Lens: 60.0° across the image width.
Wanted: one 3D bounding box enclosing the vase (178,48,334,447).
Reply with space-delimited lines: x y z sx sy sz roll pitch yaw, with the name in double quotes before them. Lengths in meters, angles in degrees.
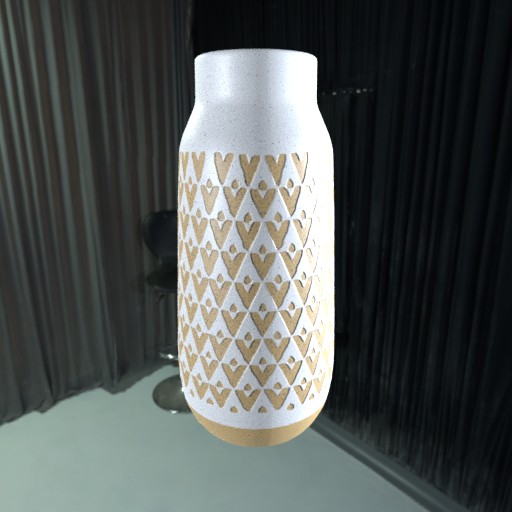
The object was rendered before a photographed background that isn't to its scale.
"vase" 0.000 0.000 0.373 0.137 0.307 0.137 0 16 0
